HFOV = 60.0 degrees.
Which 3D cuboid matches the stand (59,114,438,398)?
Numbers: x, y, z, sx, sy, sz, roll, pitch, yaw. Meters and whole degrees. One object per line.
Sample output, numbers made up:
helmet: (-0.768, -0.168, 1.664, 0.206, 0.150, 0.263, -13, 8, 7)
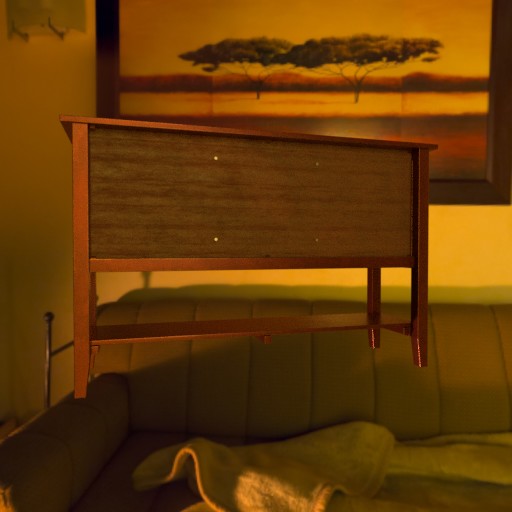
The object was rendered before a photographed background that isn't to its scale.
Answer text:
stand: (0.000, 0.000, 1.738, 1.362, 0.872, 0.410, 0, 1, -17)
